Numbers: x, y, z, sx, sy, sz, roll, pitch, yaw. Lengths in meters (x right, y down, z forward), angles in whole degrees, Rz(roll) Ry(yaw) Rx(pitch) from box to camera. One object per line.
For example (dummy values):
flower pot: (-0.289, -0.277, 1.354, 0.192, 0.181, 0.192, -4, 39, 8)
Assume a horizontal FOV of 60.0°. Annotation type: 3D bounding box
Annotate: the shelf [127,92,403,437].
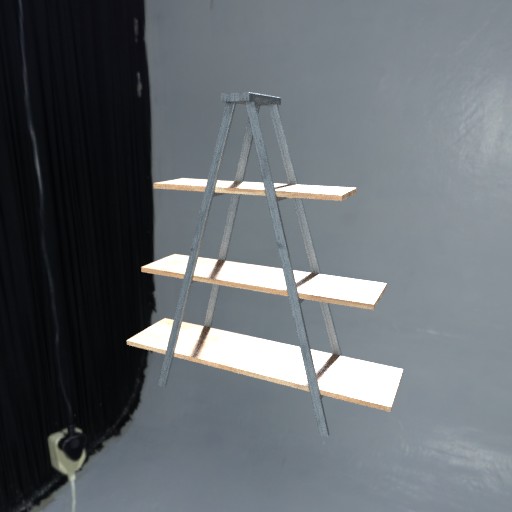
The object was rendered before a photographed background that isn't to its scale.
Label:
shelf: (0.000, 0.000, 2.650, 1.746, 1.808, 0.508, 7, 17, 25)
